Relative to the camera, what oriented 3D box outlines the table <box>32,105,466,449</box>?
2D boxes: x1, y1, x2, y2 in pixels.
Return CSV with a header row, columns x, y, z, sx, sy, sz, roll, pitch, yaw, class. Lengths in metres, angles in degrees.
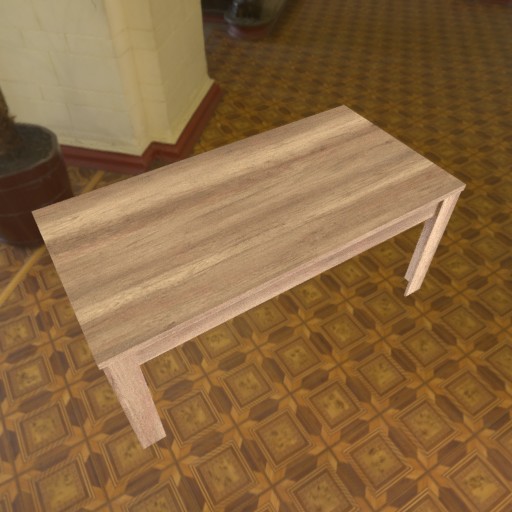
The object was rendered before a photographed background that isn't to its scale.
x,y,z,sx,sy,sz,roll,pitch,yaw,class
0.000,0.000,2.334,1.800,0.790,0.900,-25,52,-21,table
